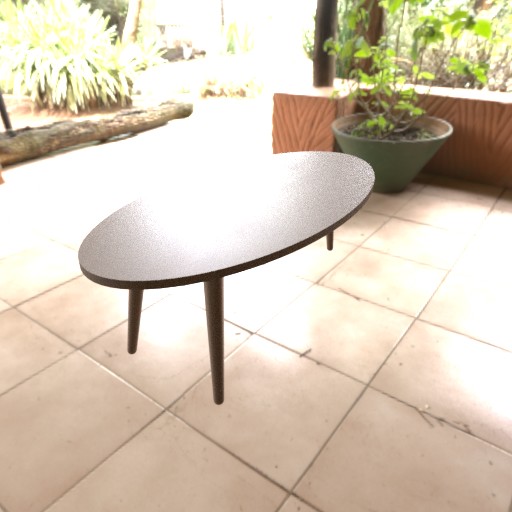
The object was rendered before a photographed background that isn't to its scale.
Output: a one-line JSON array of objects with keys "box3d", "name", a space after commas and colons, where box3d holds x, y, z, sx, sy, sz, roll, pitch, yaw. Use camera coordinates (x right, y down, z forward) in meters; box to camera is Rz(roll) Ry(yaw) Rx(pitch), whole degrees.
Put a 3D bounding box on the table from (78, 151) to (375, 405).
[{"box3d": [0.000, 0.000, 1.334, 0.542, 0.390, 1.083, 19, 33, 31], "name": "table"}]
